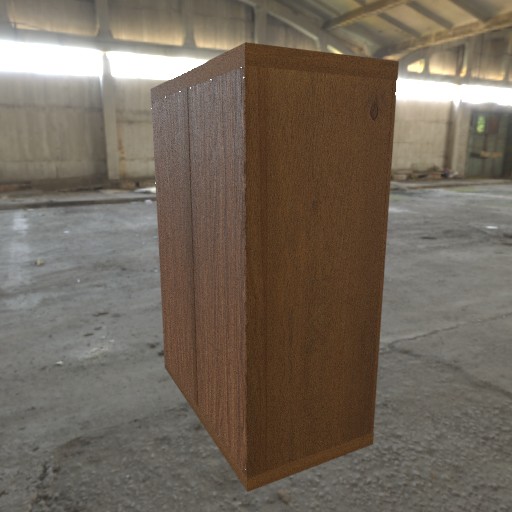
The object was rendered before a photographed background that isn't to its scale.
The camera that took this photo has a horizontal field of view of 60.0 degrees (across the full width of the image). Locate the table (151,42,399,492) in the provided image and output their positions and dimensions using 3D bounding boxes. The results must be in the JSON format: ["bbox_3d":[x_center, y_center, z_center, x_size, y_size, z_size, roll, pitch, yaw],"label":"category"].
[{"bbox_3d":[0.000,0.000,1.715,0.524,1.294,0.901,-7,15,-26],"label":"table"}]
